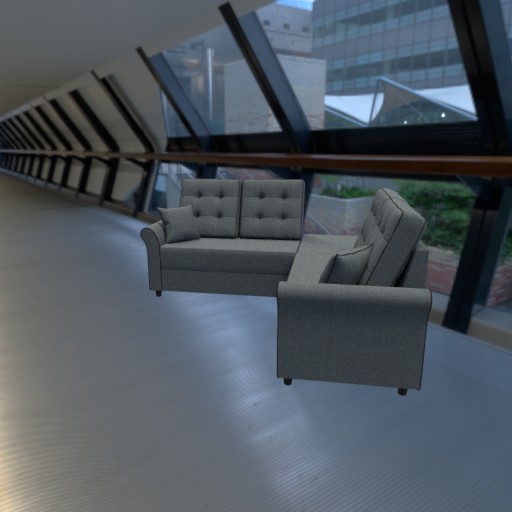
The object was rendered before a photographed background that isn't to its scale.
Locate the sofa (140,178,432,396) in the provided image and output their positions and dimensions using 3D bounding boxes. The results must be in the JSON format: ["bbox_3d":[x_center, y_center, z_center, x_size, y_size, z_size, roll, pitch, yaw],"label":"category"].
[{"bbox_3d":[0.000,0.000,3.301,2.068,0.988,2.070,2,15,9],"label":"sofa"}]
